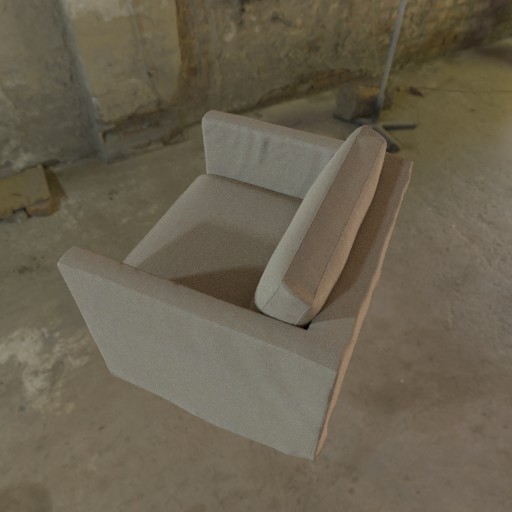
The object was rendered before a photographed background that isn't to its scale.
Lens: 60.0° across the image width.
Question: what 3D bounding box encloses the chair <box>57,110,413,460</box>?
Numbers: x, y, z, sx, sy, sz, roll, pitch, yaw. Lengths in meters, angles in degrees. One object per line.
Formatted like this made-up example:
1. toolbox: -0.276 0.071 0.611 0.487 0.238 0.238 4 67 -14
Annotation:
1. chair: 0.000 0.000 1.760 0.949 0.863 1.057 18 50 16
